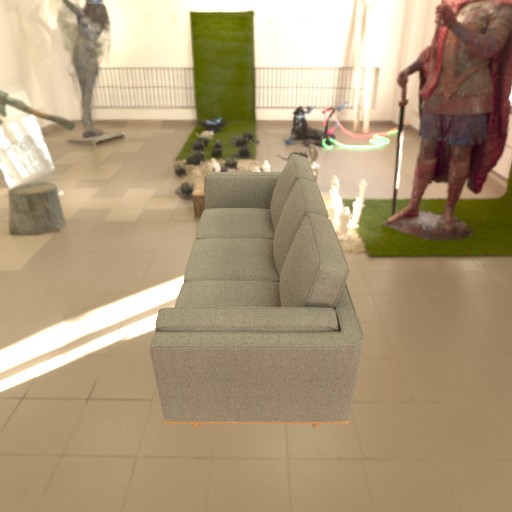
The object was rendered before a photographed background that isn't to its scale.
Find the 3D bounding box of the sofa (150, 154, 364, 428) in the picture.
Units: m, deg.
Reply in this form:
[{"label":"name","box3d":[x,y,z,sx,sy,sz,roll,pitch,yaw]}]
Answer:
[{"label":"sofa","box3d":[0.000,0.000,2.903,0.903,0.899,2.362,0,27,0]}]
